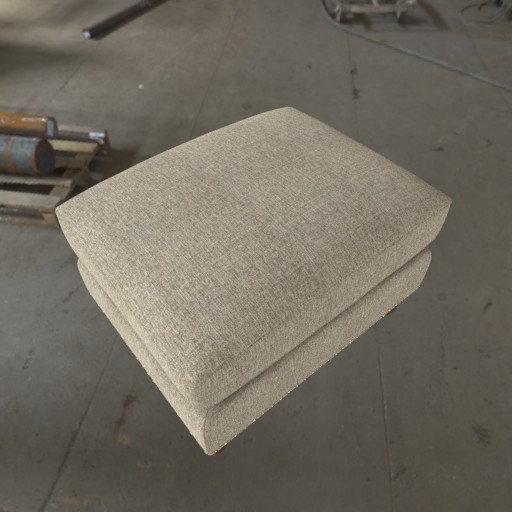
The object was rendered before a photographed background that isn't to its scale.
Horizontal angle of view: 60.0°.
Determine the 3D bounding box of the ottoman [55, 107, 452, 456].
[{"bbox_3d":[0.000,0.000,1.143,0.741,0.513,0.584,-31,54,-26],"label":"ottoman"}]
